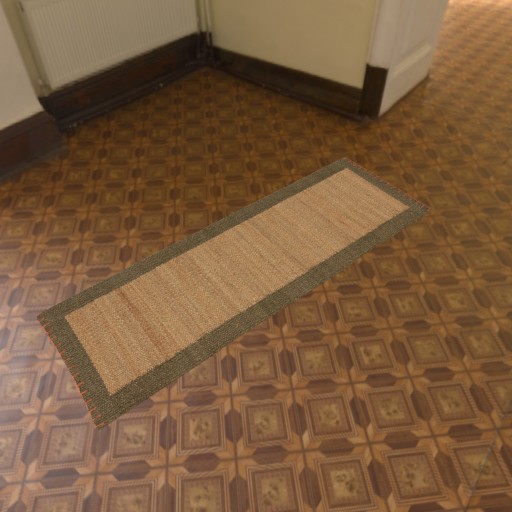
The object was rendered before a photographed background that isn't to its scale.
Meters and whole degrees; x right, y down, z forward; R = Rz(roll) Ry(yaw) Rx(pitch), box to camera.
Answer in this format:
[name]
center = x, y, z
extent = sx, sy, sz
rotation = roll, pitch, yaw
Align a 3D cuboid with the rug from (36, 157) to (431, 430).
[rug]
center = 0.000, 0.000, 2.689
extent = 2.413, 0.016, 0.810
rotation = -30, 53, -26
